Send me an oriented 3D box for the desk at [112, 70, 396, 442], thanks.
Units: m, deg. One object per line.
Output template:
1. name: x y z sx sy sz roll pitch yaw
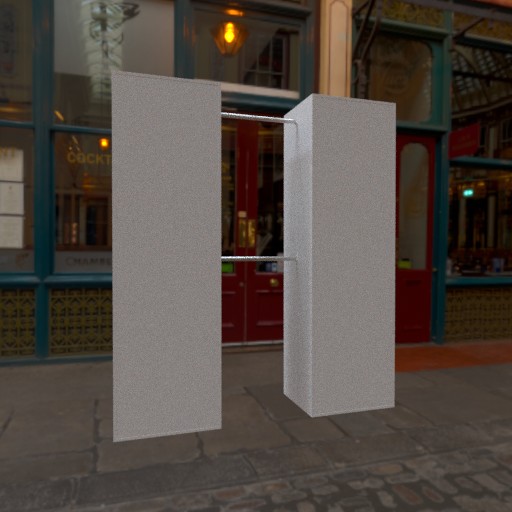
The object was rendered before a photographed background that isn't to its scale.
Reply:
1. desk: 0.000 0.000 2.879 1.770 2.000 0.480 0 1 -18
